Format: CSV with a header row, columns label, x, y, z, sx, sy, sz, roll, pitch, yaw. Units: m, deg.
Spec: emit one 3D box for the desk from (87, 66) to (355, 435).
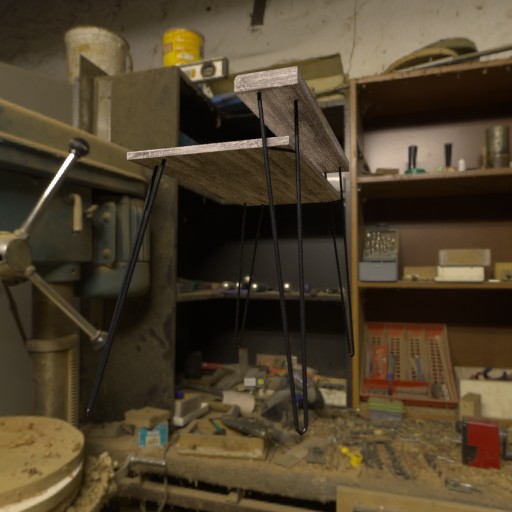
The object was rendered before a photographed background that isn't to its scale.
label,x,y,z,sx,sy,sz,roll,pitch,yaw
desk,0.000,0.000,1.650,0.605,0.899,1.135,-1,-2,19
